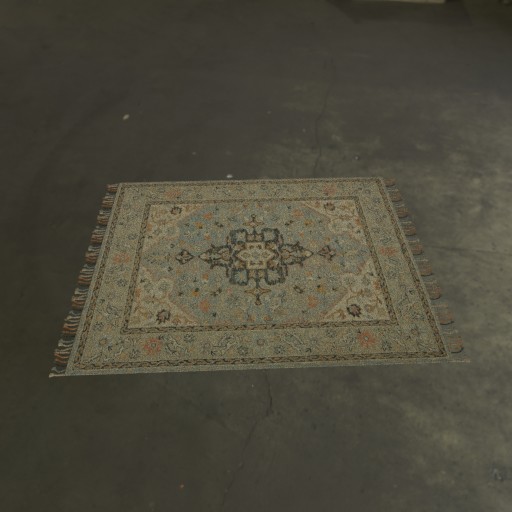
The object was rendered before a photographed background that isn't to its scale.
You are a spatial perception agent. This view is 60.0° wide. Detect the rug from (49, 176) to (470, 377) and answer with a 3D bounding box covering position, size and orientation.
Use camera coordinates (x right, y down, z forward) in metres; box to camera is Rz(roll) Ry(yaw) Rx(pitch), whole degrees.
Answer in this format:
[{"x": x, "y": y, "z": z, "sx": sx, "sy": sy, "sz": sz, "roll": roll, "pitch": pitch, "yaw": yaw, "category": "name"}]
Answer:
[{"x": 0.000, "y": 0.000, "z": 4.169, "sx": 3.221, "sy": 0.011, "sz": 2.379, "roll": -2, "pitch": 46, "yaw": -2, "category": "rug"}]
